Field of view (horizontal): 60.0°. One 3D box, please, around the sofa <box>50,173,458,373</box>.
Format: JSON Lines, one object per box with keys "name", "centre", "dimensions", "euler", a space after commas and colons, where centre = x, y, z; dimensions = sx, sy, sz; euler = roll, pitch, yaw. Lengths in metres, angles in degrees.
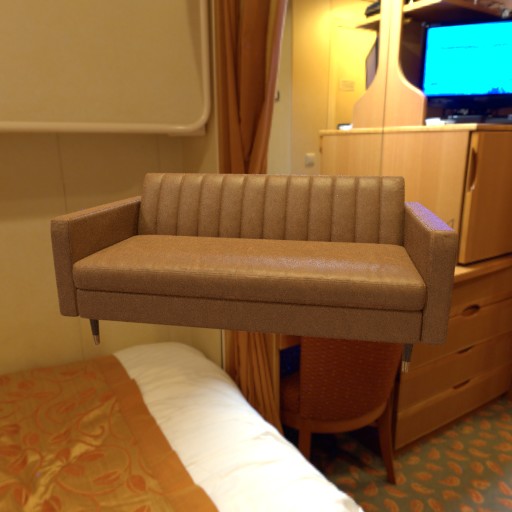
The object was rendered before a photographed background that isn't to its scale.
{"name": "sofa", "centre": [0.000, 0.000, 2.414], "dimensions": [1.847, 0.821, 0.993], "euler": [3, 15, 10]}
